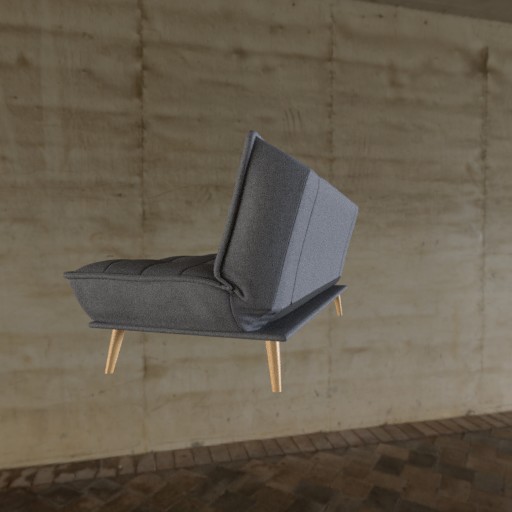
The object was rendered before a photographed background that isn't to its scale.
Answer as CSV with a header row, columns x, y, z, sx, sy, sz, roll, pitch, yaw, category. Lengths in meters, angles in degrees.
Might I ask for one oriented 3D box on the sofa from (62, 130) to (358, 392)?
x,y,z,sx,sy,sz,roll,pitch,yaw,category
0.000,0.000,2.454,0.950,0.890,1.940,1,2,18,sofa
